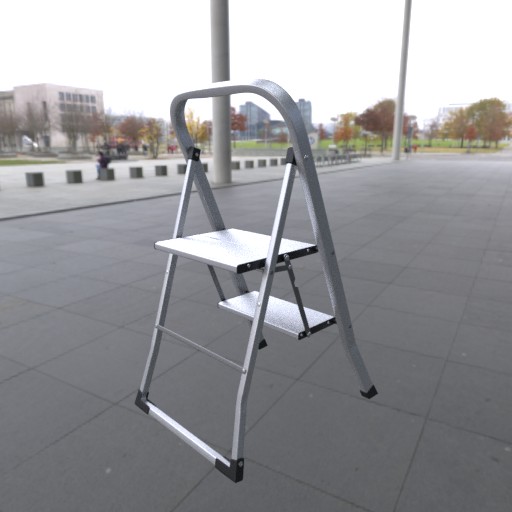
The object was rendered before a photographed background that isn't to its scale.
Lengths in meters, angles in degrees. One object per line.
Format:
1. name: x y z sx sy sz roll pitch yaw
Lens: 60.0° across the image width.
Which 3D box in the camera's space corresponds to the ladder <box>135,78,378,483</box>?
1. ladder: 0.000 0.000 1.153 0.530 0.830 0.465 -14 20 -43
